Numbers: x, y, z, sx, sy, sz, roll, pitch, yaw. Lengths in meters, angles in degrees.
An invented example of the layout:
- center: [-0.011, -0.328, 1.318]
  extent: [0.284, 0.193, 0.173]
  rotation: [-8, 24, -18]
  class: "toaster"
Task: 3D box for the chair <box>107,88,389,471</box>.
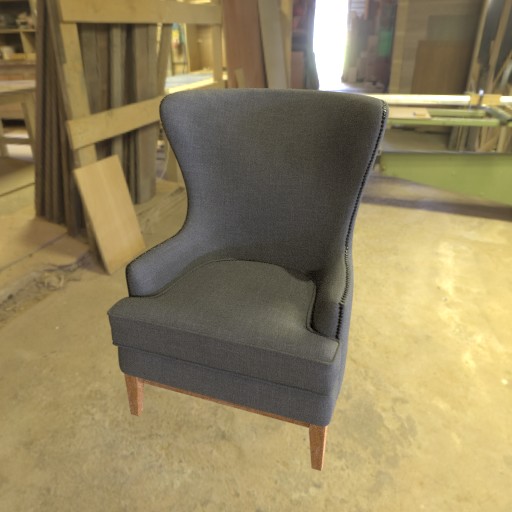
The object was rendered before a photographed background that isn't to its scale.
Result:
- center: [0.000, 0.000, 1.759]
  extent: [0.864, 1.176, 0.883]
  rotation: [9, 27, 18]
  class: "chair"
